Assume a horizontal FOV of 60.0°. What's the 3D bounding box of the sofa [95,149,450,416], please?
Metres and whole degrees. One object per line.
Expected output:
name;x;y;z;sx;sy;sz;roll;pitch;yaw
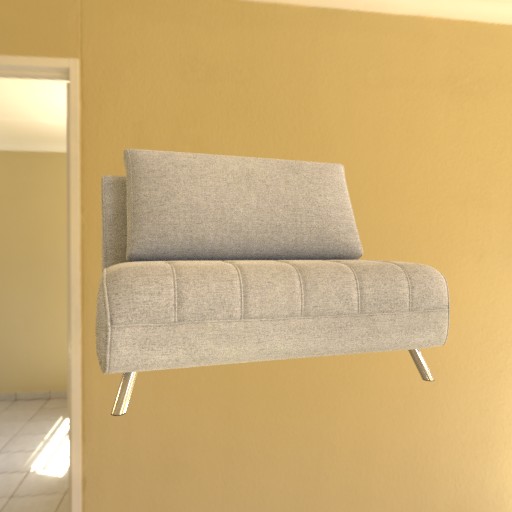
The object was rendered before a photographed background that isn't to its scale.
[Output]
sofa;0.000;0.000;1.818;1.220;0.910;0.910;0;0;-18
